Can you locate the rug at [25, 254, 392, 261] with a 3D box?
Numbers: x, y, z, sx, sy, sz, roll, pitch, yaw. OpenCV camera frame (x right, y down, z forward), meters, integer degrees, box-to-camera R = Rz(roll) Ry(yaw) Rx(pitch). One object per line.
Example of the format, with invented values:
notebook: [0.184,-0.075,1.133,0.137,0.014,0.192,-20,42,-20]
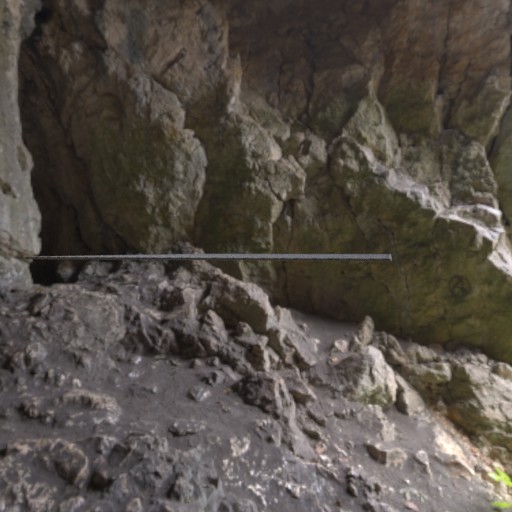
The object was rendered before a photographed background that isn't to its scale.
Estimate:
rug: [0.000,0.000,4.180,2.441,0.017,3.050,0,1,17]
